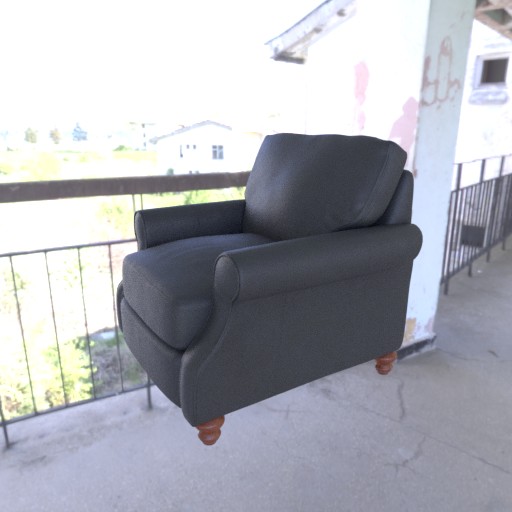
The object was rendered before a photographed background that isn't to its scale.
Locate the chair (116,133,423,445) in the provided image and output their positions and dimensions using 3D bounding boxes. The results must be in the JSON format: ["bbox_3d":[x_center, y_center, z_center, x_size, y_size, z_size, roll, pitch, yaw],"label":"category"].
[{"bbox_3d":[0.000,0.000,1.802,1.027,0.960,1.015,-8,18,-26],"label":"chair"}]
